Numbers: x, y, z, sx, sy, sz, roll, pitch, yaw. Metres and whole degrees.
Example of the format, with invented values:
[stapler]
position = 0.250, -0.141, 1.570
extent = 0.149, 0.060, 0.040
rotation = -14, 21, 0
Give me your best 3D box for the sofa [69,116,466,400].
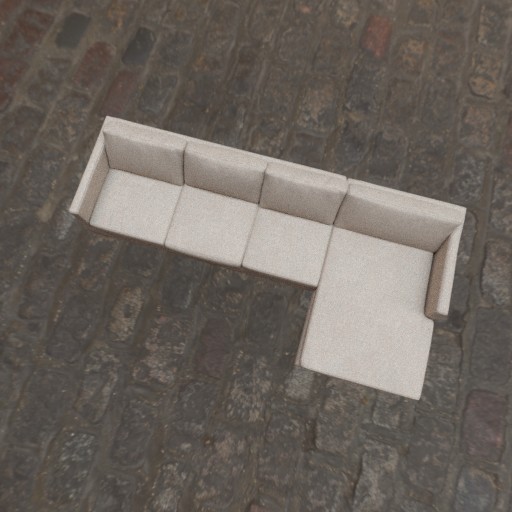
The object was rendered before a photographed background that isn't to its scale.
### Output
[sofa]
position = 0.000, 0.000, 3.823
extent = 3.186, 0.846, 1.625
rotation = 15, 77, 4
